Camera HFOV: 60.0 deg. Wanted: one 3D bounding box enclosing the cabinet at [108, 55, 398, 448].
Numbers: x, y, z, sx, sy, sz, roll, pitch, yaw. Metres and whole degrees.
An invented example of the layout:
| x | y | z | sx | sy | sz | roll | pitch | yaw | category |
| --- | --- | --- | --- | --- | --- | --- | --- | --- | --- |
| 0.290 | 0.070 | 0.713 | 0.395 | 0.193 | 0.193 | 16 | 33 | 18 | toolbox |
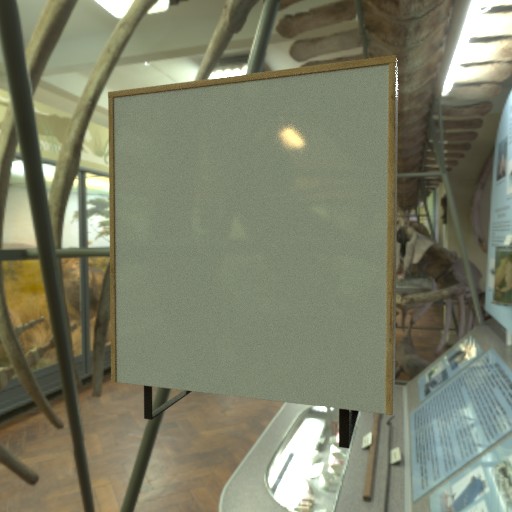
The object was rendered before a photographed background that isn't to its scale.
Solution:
| x | y | z | sx | sy | sz | roll | pitch | yaw | category |
| --- | --- | --- | --- | --- | --- | --- | --- | --- | --- |
| 0.000 | 0.000 | 1.942 | 1.168 | 1.397 | 0.473 | 1 | 2 | 18 | cabinet |
